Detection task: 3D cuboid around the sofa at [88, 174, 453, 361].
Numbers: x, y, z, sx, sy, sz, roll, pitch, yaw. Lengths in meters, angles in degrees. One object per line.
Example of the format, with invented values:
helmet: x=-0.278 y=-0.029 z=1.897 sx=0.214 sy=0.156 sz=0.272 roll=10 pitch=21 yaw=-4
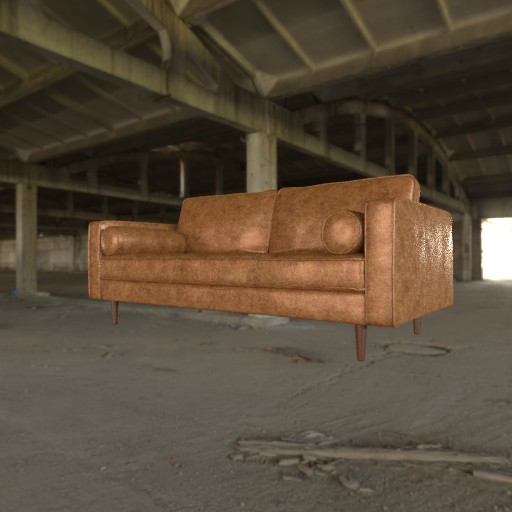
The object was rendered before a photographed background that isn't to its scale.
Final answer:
sofa: x=0.000 y=0.000 z=2.504 sx=1.920 sy=0.825 sz=0.924 roll=0 pitch=0 yaw=36
